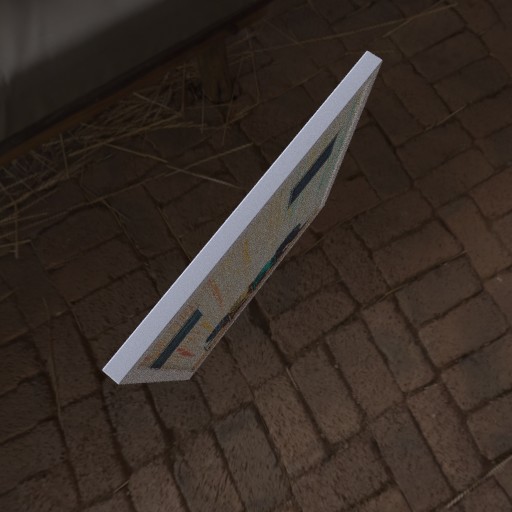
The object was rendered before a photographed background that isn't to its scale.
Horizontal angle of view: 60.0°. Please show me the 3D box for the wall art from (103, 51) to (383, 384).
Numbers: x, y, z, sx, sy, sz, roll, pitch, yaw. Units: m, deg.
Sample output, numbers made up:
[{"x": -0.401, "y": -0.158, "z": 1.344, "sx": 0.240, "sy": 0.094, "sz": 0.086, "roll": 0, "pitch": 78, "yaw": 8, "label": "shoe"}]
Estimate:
[{"x": 0.000, "y": 0.000, "z": 1.150, "sx": 0.036, "sy": 0.760, "sz": 0.760, "roll": 37, "pitch": 78, "yaw": 9, "label": "wall art"}]
